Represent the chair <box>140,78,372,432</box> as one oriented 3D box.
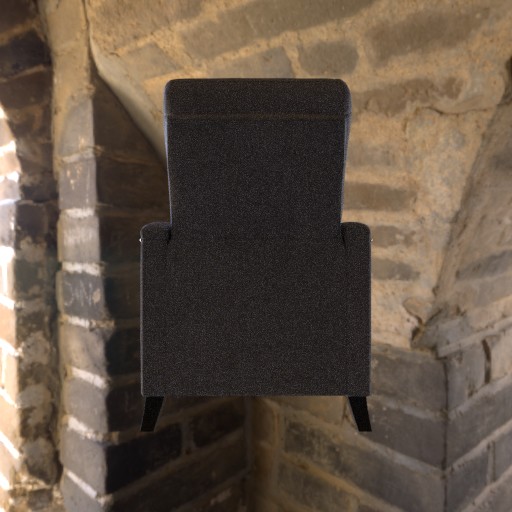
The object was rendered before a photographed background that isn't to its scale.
[{"bbox_3d":[0.000,0.000,1.648,0.710,1.049,0.922,0,0,0],"label":"chair"}]
